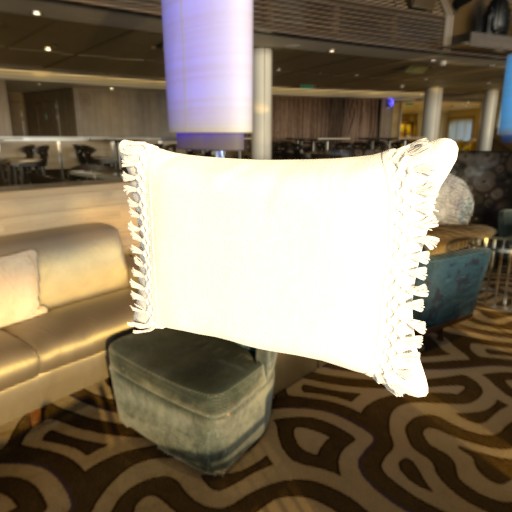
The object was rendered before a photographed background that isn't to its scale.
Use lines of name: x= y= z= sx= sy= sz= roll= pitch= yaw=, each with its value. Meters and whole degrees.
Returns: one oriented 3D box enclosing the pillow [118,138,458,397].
pillow: x=0.000 y=0.000 z=0.592 sx=0.466 sy=0.305 sz=0.084 roll=8 pitch=17 yaw=27
